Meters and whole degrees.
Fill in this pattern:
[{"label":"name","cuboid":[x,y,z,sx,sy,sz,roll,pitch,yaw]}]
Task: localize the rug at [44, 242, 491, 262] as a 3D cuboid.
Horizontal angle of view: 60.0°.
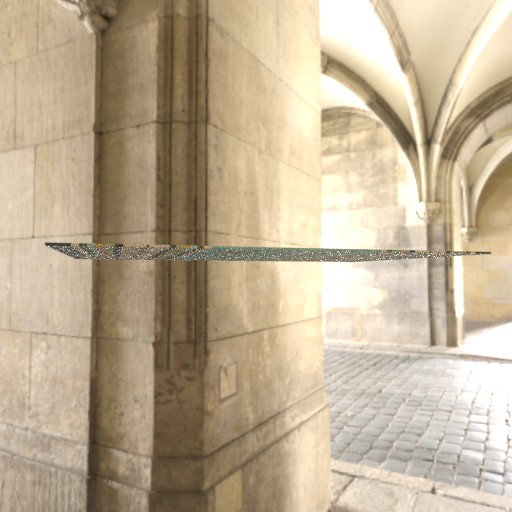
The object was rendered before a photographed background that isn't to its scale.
[{"label":"rug","cuboid":[0.000,0.000,2.274,1.811,0.010,1.212,1,-3,-18]}]
